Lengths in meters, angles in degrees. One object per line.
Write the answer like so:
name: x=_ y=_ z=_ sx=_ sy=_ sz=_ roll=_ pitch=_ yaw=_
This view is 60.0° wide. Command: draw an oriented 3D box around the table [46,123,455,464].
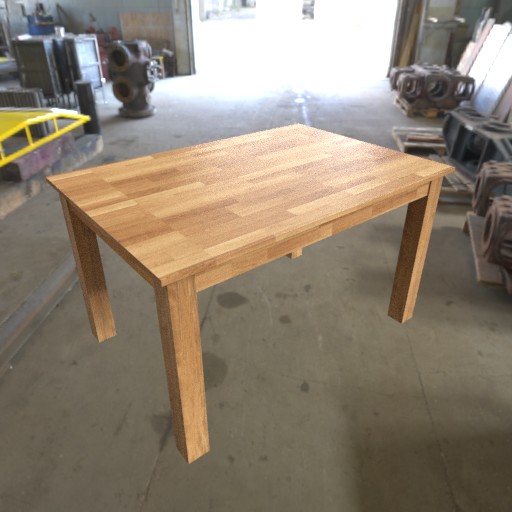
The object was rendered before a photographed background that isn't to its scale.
table: x=0.000 y=0.000 z=1.896 sx=1.300 sy=0.750 sz=0.900 roll=-22 pitch=37 yaw=-33
